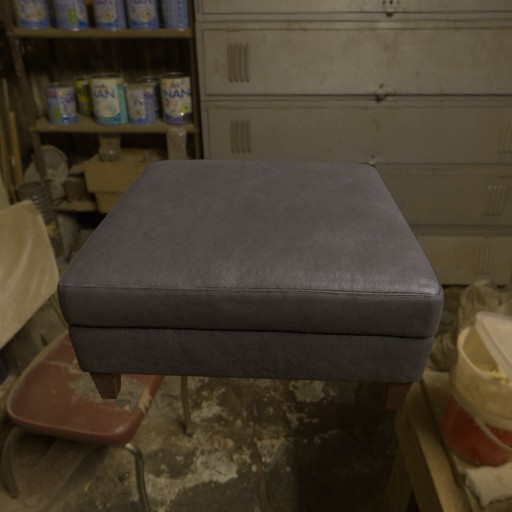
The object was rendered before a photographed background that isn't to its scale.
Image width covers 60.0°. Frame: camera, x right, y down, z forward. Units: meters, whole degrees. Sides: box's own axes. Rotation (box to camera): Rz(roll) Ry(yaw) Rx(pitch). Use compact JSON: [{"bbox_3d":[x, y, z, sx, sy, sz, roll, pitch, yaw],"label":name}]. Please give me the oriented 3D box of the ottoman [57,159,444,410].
[{"bbox_3d":[0.000,0.000,1.332,0.836,0.415,0.844,1,30,2],"label":"ottoman"}]
